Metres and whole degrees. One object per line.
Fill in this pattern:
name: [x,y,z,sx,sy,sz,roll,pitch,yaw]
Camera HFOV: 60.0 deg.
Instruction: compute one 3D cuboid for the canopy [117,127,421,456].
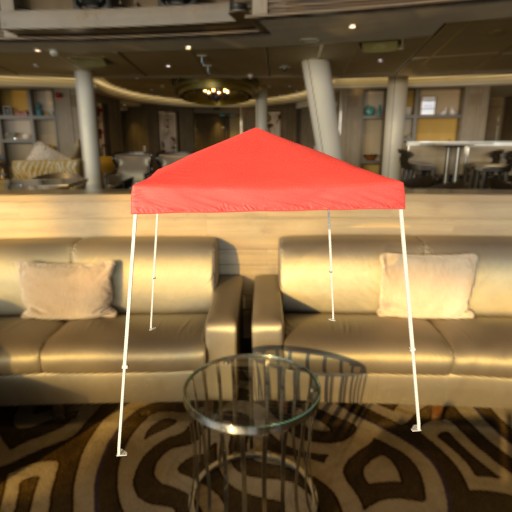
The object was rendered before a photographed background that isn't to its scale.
canopy: [0.000,0.000,6.462,3.599,3.600,3.600,-2,14,-7]
